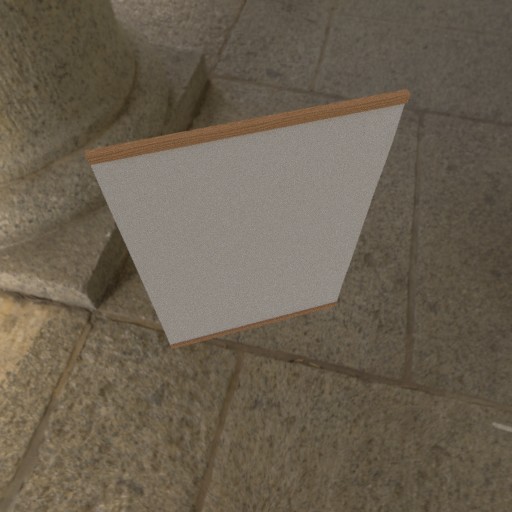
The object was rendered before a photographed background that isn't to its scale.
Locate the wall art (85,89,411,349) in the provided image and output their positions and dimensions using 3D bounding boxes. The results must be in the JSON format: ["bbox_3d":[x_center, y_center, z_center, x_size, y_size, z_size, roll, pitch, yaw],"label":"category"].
[{"bbox_3d":[0.000,0.000,1.979,1.011,1.521,0.025,-13,59,-8],"label":"wall art"}]
